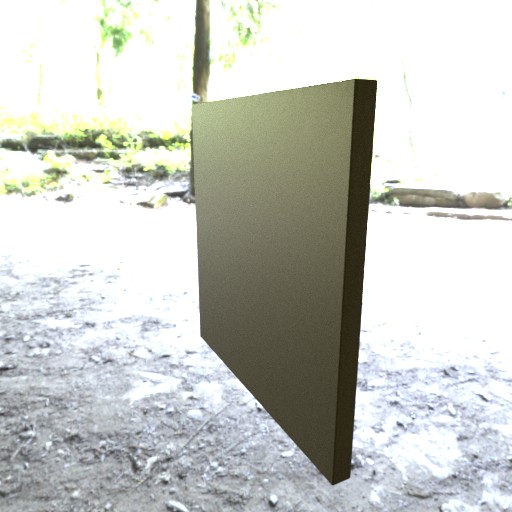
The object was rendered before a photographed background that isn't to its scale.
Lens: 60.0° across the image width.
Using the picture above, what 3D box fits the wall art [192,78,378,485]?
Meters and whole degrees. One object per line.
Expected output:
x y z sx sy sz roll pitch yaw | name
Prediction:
0.000 0.000 0.742 0.031 0.506 0.503 -8 17 -26 | wall art
